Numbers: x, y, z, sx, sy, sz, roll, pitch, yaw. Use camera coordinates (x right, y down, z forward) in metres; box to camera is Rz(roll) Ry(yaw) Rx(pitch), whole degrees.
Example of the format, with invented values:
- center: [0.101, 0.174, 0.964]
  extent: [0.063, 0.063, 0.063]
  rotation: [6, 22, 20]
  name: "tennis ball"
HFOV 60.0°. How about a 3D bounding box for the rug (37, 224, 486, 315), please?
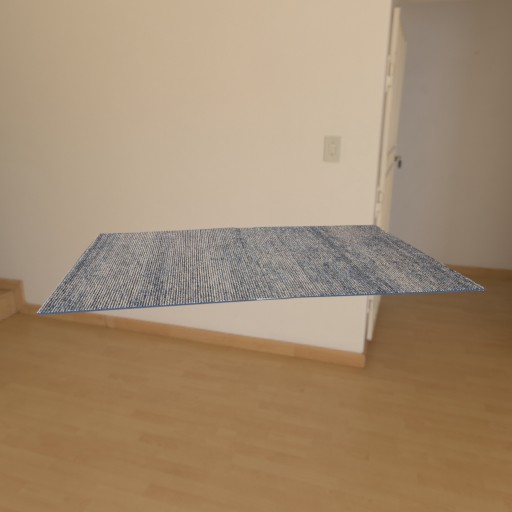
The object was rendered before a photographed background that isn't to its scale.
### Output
- center: [0.000, 0.000, 2.289]
  extent: [1.793, 0.025, 1.159]
  rotation: [-2, 18, -7]
  name: "rug"
